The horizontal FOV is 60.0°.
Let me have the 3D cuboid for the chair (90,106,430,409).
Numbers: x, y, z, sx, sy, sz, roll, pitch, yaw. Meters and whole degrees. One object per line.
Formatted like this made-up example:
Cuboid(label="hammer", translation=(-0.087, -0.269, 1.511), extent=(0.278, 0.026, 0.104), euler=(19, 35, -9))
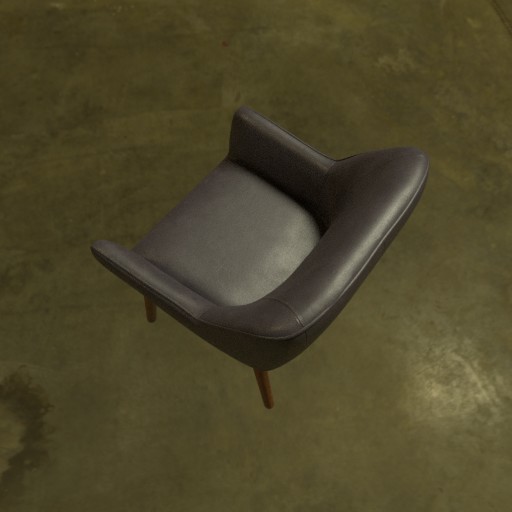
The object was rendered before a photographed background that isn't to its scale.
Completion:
Cuboid(label="chair", translation=(0.000, 0.000, 1.256), extent=(0.610, 0.828, 0.610), euler=(34, 68, 16))
